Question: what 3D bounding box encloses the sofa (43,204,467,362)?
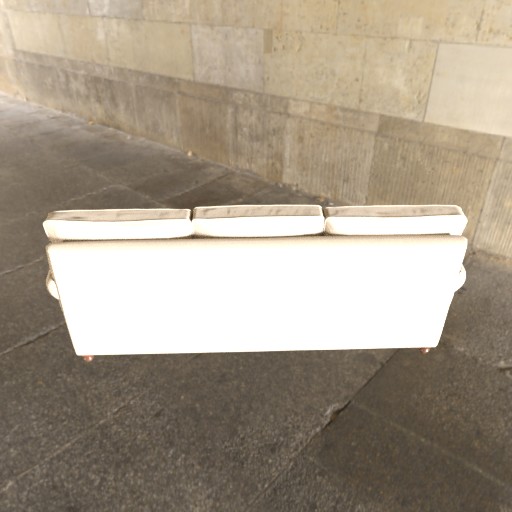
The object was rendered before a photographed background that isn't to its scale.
[{"bbox_3d":[0.000,0.000,2.823,2.354,0.948,0.966,-1,31,-2],"label":"sofa"}]
